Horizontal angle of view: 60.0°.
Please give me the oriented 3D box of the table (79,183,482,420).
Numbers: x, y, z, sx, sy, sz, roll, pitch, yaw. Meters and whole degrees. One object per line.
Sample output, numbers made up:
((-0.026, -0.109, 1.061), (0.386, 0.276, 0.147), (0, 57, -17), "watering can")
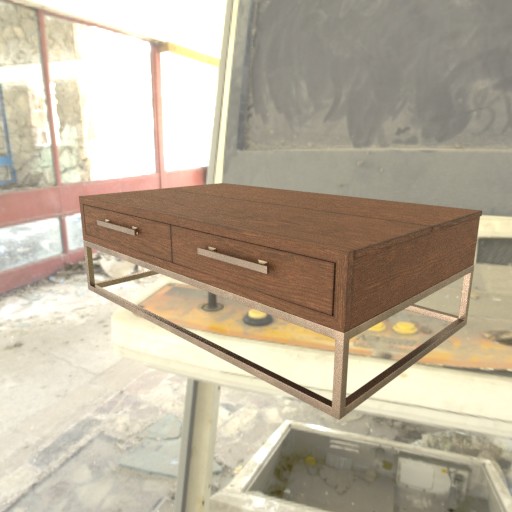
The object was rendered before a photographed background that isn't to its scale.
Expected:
((0.000, 0.000, 1.504), (1.167, 0.361, 0.719), (14, 21, 43), "table")
